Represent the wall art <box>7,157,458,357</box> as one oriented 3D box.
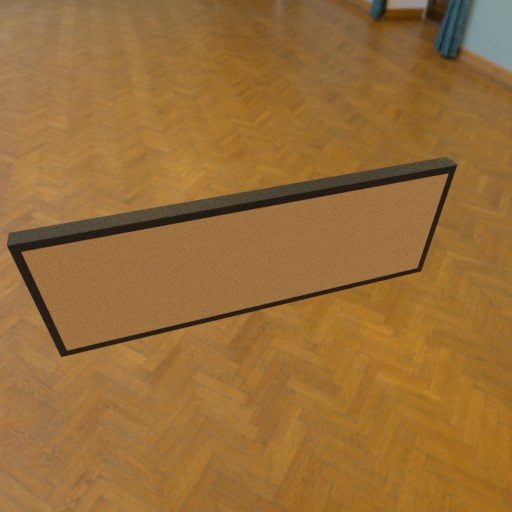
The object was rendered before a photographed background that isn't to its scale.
[{"bbox_3d":[0.000,0.000,0.930,0.860,0.303,0.037,-12,43,-13],"label":"wall art"}]
